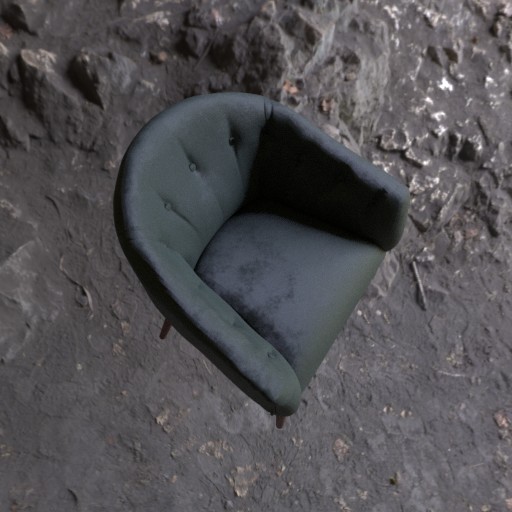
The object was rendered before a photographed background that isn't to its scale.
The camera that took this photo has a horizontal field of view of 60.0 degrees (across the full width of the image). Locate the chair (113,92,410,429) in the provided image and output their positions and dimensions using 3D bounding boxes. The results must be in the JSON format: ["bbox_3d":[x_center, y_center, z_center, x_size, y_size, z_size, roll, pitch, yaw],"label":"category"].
[{"bbox_3d":[0.000,0.000,1.544,0.776,0.885,0.851,30,63,17],"label":"chair"}]
